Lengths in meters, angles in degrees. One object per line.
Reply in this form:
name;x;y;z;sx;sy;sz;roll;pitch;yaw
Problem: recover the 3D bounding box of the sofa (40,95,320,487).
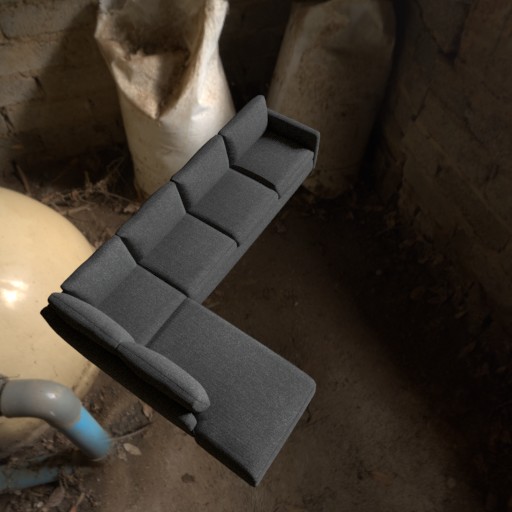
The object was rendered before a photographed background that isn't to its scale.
sofa;0.000;0.000;3.834;2.007;0.815;2.949;30;62;17
